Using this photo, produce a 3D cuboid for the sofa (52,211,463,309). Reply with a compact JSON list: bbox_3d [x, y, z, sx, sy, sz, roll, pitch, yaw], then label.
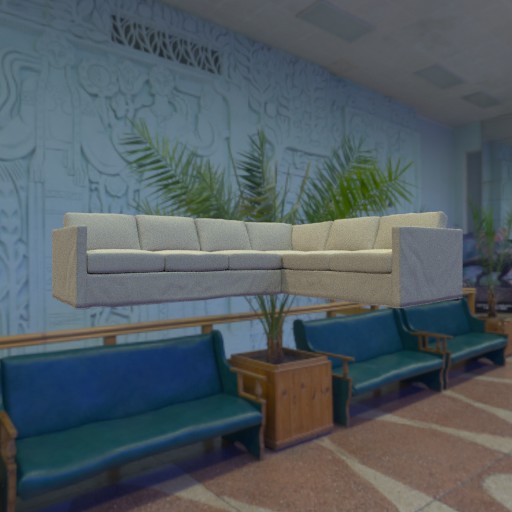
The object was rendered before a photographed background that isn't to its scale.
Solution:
[{"bbox_3d":[0.000,0.000,4.282,3.182,0.871,2.432,0,0,-37],"label":"sofa"}]
